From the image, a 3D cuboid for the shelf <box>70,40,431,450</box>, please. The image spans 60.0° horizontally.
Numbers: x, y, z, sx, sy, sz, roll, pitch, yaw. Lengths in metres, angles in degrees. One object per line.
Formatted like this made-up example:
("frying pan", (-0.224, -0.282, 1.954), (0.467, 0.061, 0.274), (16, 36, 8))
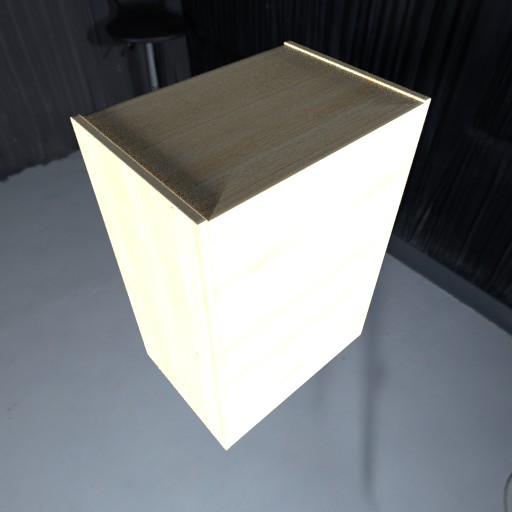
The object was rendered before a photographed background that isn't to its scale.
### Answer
("shelf", (0.000, 0.000, 0.826), (0.414, 0.592, 0.290), (-32, 54, -27))
